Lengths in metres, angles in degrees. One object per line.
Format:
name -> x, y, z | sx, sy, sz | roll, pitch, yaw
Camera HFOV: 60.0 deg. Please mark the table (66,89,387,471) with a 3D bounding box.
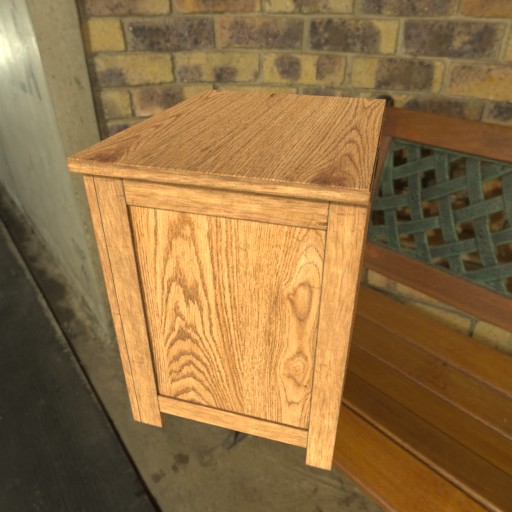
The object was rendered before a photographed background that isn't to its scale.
table -> 0.000, 0.000, 1.050 | 0.494, 0.625, 0.601 | 8, 32, 14
